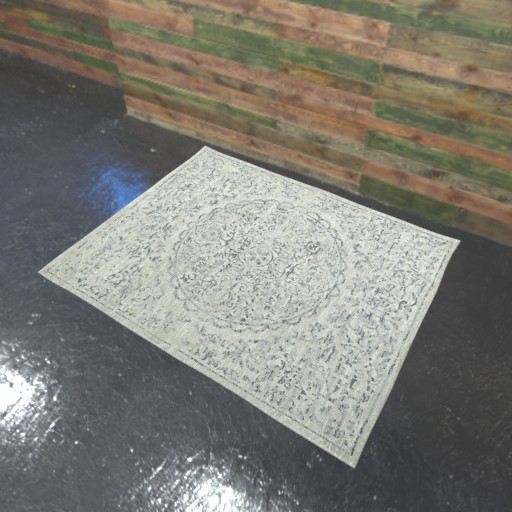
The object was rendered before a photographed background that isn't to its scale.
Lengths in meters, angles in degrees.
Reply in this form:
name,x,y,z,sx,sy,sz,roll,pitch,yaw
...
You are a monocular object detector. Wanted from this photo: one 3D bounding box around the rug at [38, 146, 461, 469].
name,x,y,z,sx,sy,sz,roll,pitch,yaw
rug,0.000,0.000,3.895,2.925,0.026,2.343,25,51,22
